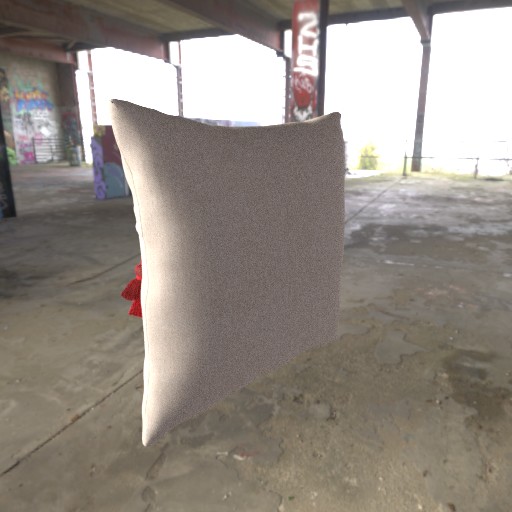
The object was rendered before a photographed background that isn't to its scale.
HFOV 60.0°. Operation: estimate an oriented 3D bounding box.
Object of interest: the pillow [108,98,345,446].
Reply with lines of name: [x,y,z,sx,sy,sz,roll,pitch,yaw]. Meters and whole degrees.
pillow: [0.000,0.000,0.679,0.173,0.436,0.433,15,21,43]
